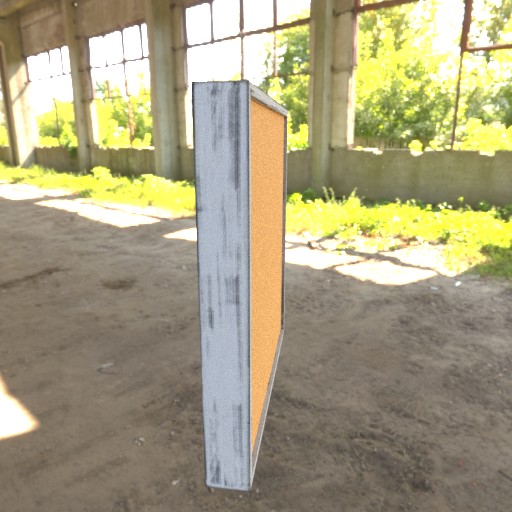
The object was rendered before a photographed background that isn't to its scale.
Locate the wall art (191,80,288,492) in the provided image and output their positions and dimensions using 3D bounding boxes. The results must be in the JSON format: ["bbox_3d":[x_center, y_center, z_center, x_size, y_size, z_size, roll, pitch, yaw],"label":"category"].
[{"bbox_3d":[0.000,0.000,0.457,0.036,0.303,0.303,2,15,8],"label":"wall art"}]
